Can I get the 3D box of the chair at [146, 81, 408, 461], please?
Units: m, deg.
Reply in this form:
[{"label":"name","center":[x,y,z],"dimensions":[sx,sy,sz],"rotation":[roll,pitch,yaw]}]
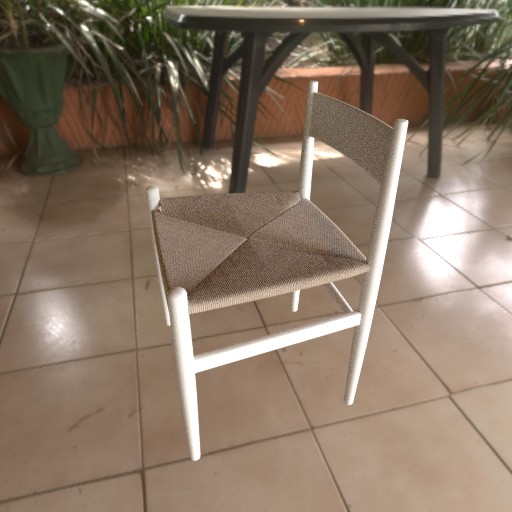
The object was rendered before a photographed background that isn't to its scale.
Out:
[{"label":"chair","center":[0.000,0.000,1.144],"dimensions":[0.495,0.762,0.556],"rotation":[-9,32,-14]}]
